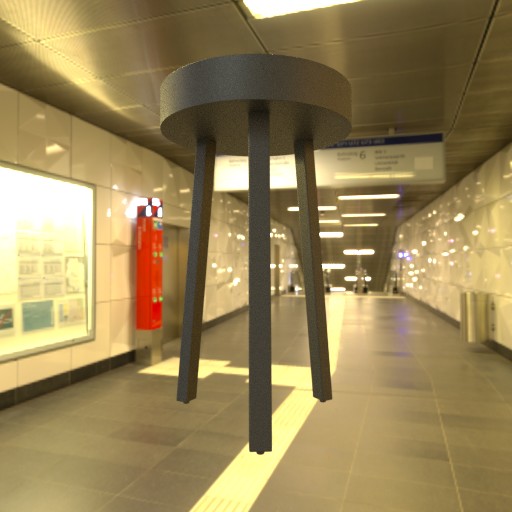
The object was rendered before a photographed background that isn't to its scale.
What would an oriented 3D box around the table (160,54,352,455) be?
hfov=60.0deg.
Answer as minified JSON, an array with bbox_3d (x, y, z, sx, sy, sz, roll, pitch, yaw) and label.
[{"bbox_3d":[0.000,0.000,0.956,0.406,0.686,0.406,0,-1,-1],"label":"table"}]
